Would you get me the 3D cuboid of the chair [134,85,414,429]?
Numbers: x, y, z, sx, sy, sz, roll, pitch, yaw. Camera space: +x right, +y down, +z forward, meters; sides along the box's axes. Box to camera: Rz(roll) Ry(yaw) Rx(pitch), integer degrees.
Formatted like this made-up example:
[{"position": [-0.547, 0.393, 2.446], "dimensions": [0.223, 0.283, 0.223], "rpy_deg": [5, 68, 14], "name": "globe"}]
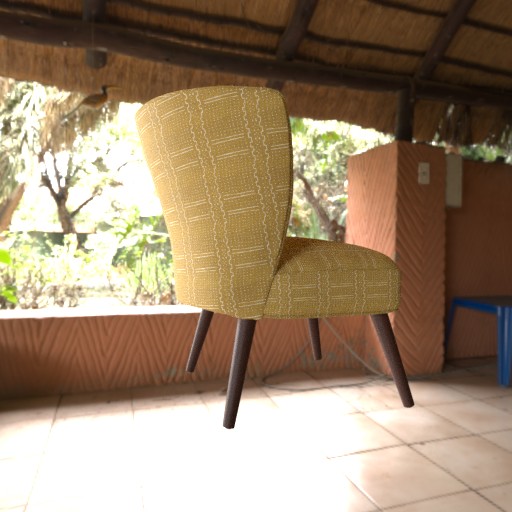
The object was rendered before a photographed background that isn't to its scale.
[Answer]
[{"position": [0.000, 0.000, 1.433], "dimensions": [0.758, 0.866, 0.706], "rpy_deg": [0, 1, -19], "name": "chair"}]
